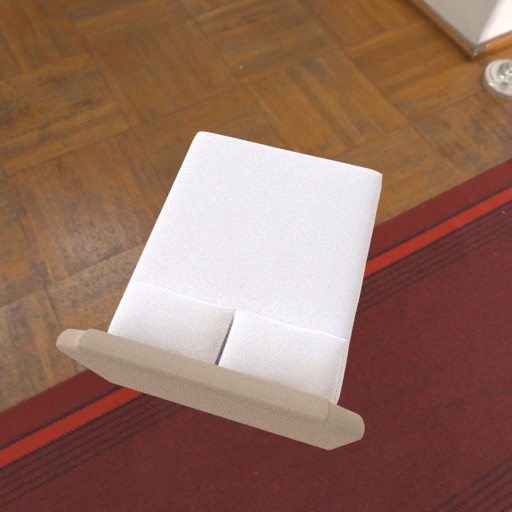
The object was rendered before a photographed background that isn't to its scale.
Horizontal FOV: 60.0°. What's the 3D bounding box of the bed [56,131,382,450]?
[{"bbox_3d":[0.000,0.000,3.308,1.828,1.301,2.204,15,65,7],"label":"bed"}]
